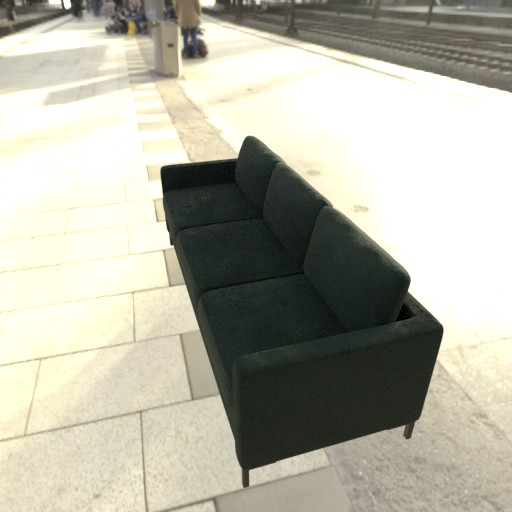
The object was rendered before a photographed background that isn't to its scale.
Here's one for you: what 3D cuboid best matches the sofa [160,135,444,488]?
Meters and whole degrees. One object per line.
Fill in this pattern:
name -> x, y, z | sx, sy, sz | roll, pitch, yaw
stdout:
sofa -> 0.000, 0.000, 2.617 | 0.859, 0.870, 2.218 | -9, 32, -15
